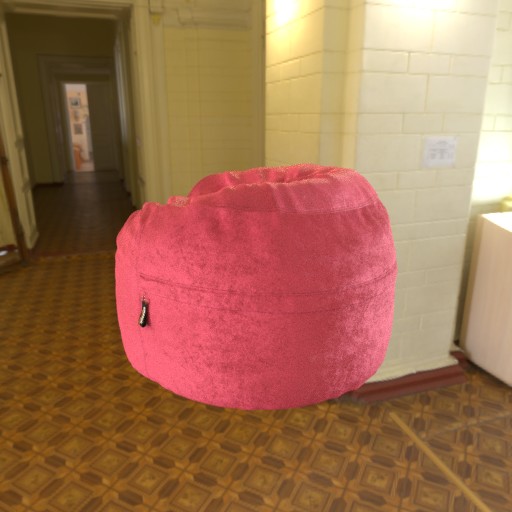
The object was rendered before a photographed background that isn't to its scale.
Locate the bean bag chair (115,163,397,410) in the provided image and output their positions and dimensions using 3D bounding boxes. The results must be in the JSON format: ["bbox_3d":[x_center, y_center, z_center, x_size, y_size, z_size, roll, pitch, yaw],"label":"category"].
[{"bbox_3d":[0.000,0.000,1.990,1.218,0.788,1.218,0,17,0],"label":"bean bag chair"}]
